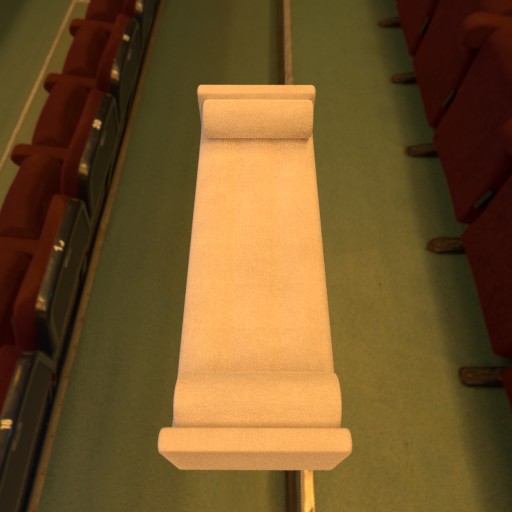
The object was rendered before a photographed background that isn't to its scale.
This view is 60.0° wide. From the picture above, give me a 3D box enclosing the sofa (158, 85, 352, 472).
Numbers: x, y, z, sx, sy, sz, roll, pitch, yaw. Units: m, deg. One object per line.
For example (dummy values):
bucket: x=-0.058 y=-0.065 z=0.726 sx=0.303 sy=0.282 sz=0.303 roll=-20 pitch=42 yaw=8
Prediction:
sofa: x=0.000 y=0.000 z=2.309 sx=0.686 sy=0.635 sz=1.981 roll=0 pitch=58 yaw=0
